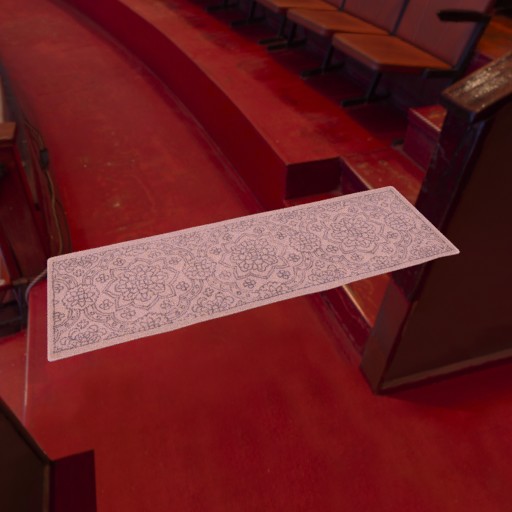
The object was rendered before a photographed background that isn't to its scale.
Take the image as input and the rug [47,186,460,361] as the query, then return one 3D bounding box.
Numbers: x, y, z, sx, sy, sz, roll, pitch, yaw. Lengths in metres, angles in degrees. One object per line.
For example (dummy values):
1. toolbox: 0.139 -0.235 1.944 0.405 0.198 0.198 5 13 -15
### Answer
1. rug: 0.000 0.000 2.737 2.431 0.006 0.806 -13 44 -14
